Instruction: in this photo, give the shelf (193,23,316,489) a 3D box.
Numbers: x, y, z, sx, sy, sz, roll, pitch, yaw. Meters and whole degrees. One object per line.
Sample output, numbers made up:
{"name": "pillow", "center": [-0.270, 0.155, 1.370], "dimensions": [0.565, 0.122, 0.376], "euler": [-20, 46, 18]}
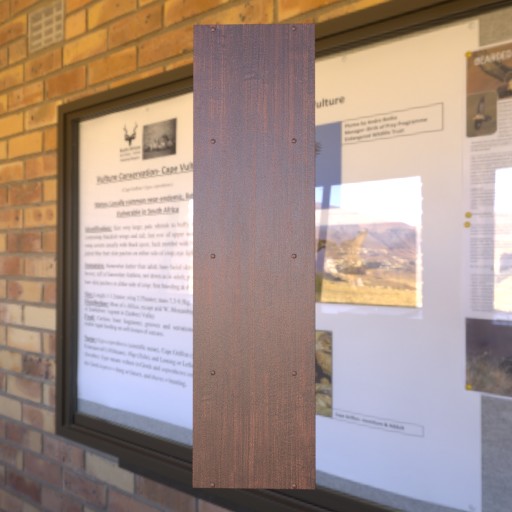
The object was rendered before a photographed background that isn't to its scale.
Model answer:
{"name": "shelf", "center": [0.000, 0.000, 1.253], "dimensions": [0.290, 1.099, 0.415], "euler": [0, -1, 1]}
